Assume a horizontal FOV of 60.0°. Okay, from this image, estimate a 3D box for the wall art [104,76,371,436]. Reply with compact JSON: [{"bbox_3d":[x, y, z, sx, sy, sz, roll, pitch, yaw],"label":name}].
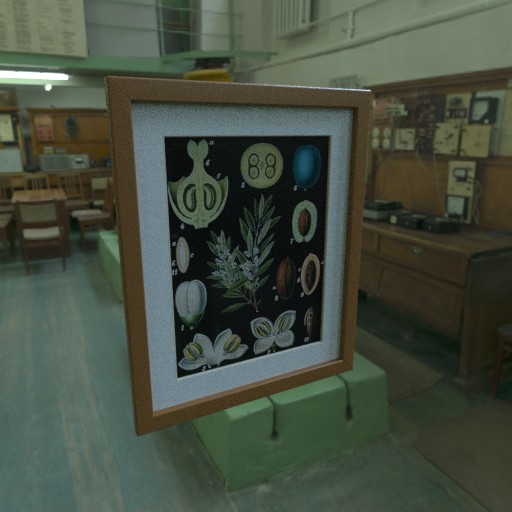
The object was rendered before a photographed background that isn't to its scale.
[{"bbox_3d":[0.000,0.000,0.758,0.449,0.550,0.021,-8,18,-27],"label":"wall art"}]
